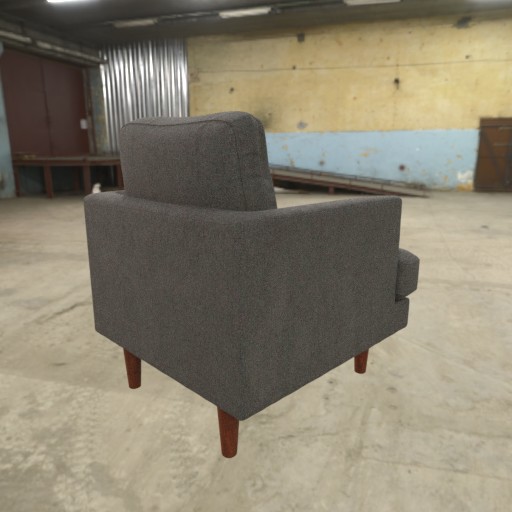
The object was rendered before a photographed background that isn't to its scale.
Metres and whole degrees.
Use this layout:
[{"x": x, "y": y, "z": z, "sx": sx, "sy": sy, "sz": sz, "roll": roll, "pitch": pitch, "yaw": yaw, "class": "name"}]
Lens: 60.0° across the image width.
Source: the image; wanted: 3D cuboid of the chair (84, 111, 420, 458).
[{"x": 0.000, "y": 0.000, "z": 1.616, "sx": 0.899, "sy": 0.957, "sz": 0.858, "roll": -13, "pitch": 19, "yaw": -43, "class": "chair"}]
